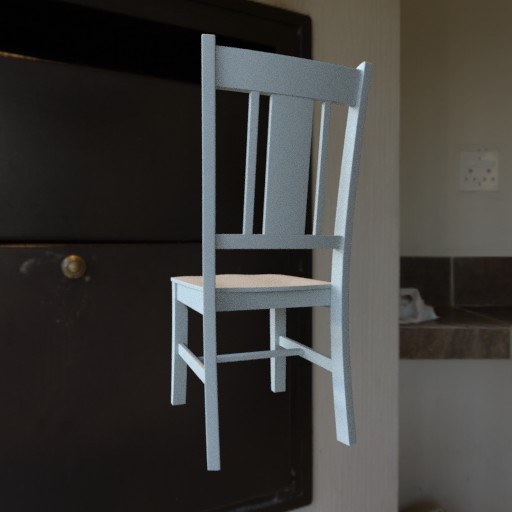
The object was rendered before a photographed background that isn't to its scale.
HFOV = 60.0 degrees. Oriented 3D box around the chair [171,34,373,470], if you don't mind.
[{"bbox_3d":[0.000,0.000,1.308,0.450,0.998,0.555,0,1,-21],"label":"chair"}]
